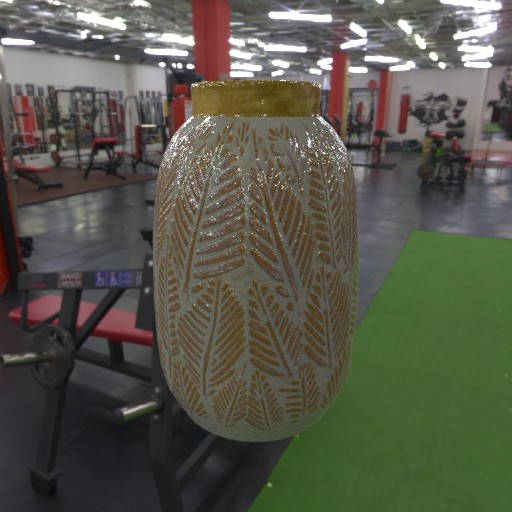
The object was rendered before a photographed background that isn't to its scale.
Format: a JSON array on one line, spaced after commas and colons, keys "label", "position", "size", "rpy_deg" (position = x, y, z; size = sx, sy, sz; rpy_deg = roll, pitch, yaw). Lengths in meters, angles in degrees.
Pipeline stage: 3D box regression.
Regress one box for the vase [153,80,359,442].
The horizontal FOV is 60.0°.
[{"label": "vase", "position": [0.000, 0.000, 0.373], "size": [0.172, 0.270, 0.172], "rpy_deg": [0, 18, 0]}]
